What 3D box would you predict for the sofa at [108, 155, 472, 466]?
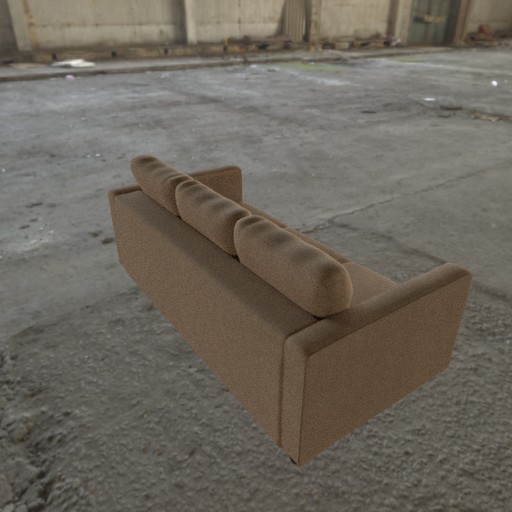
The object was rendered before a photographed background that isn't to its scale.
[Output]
[{"bbox_3d":[0.000,0.000,2.354,0.930,0.800,1.855,-18,33,-30],"label":"sofa"}]
